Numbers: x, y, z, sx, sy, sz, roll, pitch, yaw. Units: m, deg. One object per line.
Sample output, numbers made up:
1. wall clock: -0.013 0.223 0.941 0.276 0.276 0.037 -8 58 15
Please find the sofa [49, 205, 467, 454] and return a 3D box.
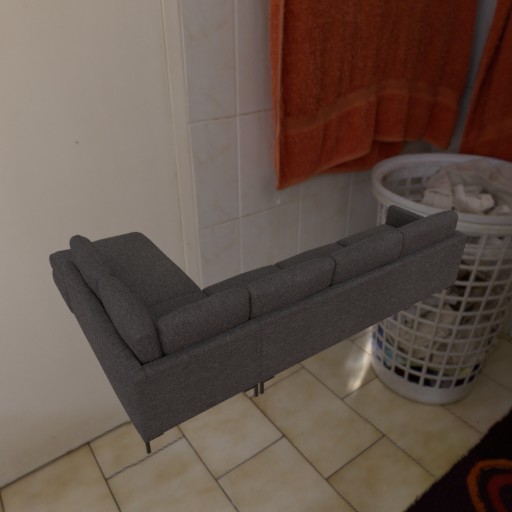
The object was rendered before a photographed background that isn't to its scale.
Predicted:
1. sofa: 0.000 0.000 3.769 2.949 0.815 2.007 -19 35 -29
